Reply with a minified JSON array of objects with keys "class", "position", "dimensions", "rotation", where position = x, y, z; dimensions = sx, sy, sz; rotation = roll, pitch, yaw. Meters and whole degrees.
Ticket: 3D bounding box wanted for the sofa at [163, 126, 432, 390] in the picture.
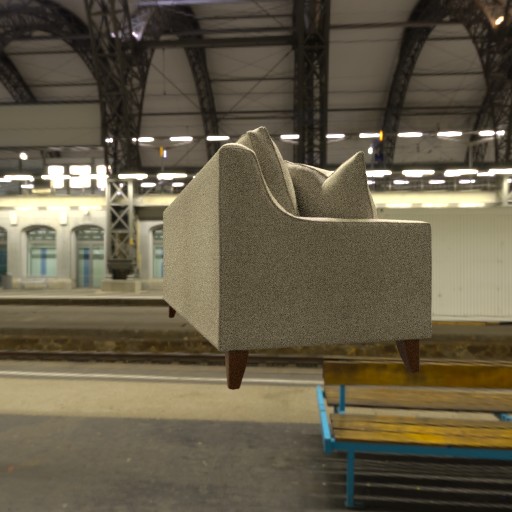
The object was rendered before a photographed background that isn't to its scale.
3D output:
[{"class":"sofa","position":[0.000,0.000,2.521],"dimensions":[0.865,0.914,2.031],"rotation":[0,-1,-17]}]
